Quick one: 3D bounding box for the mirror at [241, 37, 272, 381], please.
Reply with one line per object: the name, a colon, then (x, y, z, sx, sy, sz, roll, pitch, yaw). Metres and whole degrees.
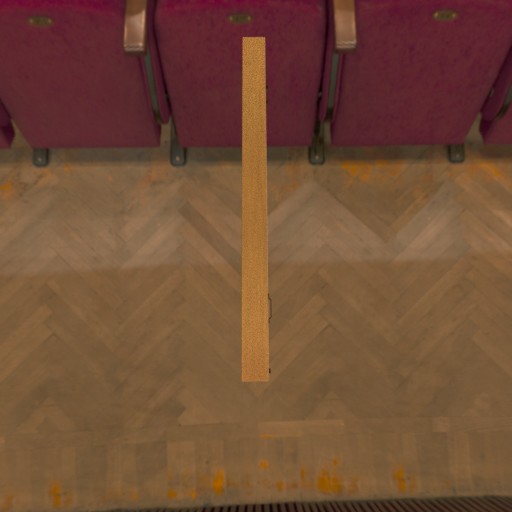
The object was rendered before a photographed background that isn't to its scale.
mirror: (0.000, 0.000, 0.957, 0.039, 0.710, 0.507, 0, 75, 0)
